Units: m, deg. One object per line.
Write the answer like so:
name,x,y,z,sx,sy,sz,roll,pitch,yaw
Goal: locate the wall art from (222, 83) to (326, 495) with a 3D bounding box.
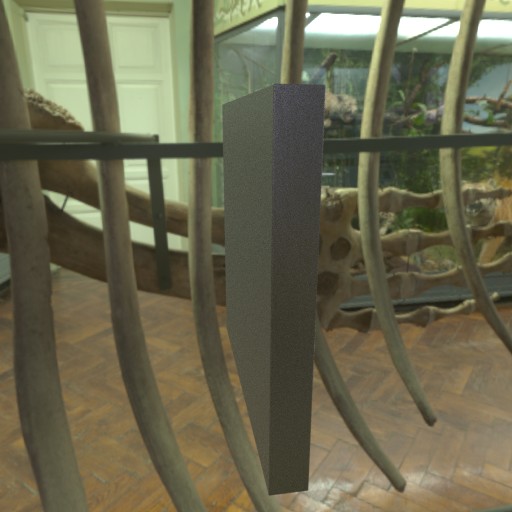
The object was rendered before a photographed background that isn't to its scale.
wall art,0.000,0.000,0.520,0.038,0.350,0.350,-3,17,-10
